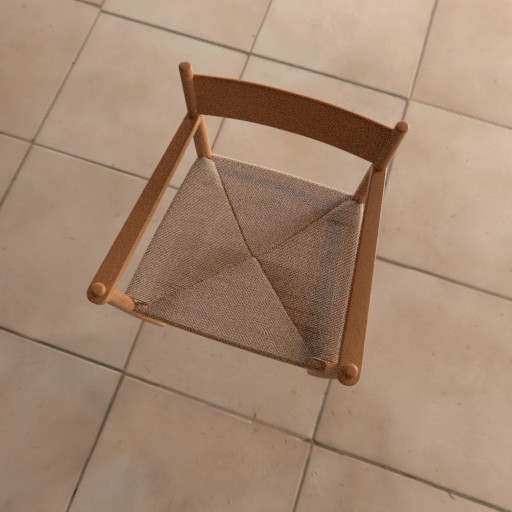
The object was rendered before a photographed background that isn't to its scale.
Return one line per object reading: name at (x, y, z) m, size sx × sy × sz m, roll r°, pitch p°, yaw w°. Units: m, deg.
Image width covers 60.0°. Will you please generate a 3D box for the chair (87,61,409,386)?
chair at (0.000, 0.000, 1.141) m, size 0.556 × 0.762 × 0.495 m, roll 17°, pitch 76°, yaw 4°
